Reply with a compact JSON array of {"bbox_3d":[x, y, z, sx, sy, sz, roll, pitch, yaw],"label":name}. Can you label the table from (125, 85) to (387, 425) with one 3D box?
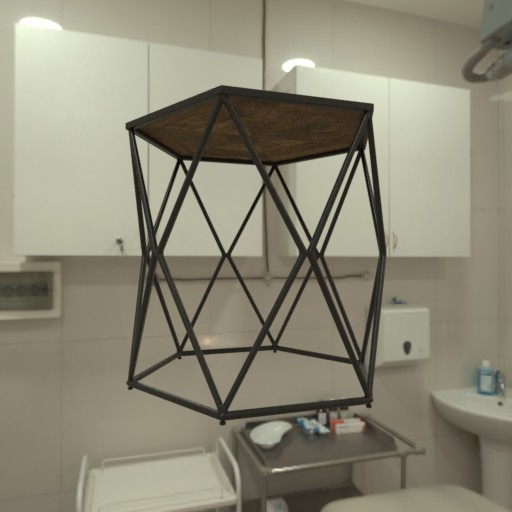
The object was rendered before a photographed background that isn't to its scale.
[{"bbox_3d":[0.000,0.000,1.022,0.578,0.564,0.579,0,0,-18],"label":"table"}]
